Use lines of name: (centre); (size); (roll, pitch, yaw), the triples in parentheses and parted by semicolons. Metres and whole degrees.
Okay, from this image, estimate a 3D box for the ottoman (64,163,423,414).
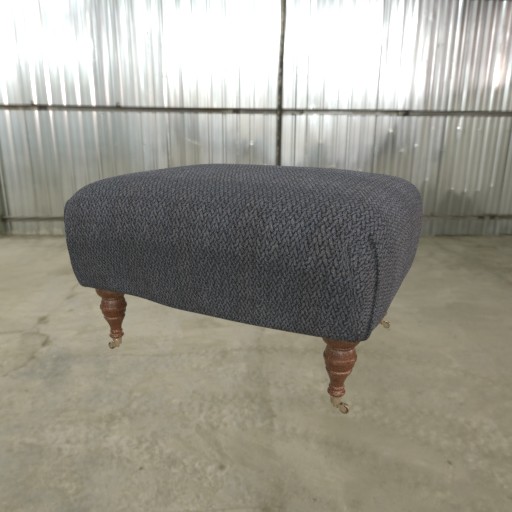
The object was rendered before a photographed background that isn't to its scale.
ottoman: (0.000, 0.000, 1.137); (0.747, 0.450, 0.622); (8, 18, 25)
